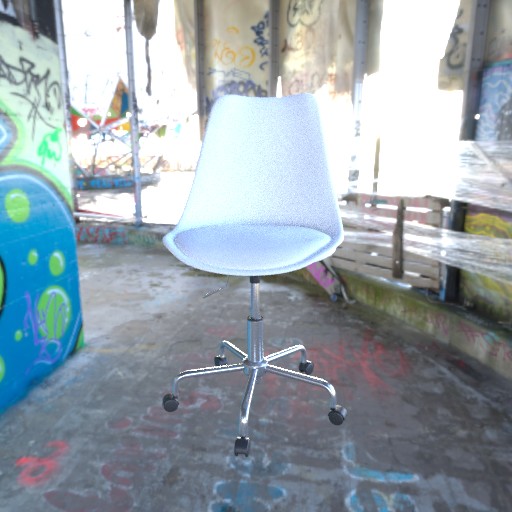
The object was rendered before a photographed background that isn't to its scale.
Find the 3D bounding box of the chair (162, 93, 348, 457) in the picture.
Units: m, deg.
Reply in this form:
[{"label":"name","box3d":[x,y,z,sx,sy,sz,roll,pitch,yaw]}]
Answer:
[{"label":"chair","box3d":[0.000,0.000,1.270,0.550,0.930,0.550,2,14,8]}]
